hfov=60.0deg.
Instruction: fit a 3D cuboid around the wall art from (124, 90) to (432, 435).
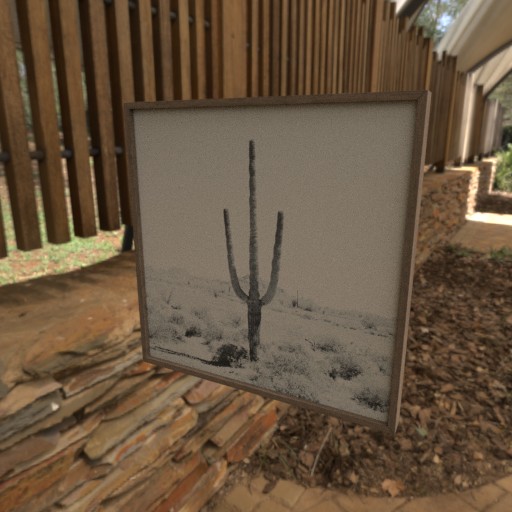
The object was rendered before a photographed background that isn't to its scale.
[{"bbox_3d":[0.000,0.000,0.755,0.508,0.508,0.038,8,17,26],"label":"wall art"}]
